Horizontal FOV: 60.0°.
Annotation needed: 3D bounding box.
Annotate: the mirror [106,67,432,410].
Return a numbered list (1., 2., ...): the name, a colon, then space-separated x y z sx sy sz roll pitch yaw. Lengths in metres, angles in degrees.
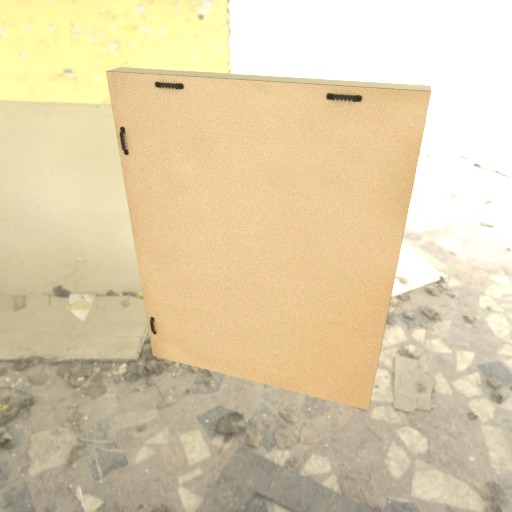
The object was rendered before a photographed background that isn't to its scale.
1. mirror: 0.000 0.000 0.672 0.406 0.509 0.041 10 33 16
